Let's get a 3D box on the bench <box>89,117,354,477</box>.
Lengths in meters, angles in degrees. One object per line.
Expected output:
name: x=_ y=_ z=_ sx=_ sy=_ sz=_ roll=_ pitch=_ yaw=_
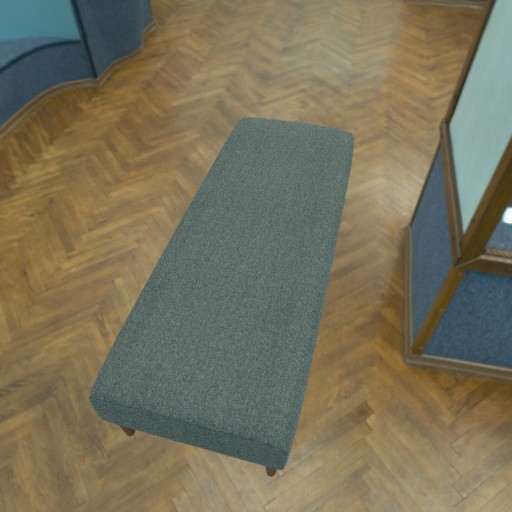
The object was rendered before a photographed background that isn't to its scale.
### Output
bench: x=0.000 y=0.000 z=1.857 sx=0.631 sy=0.384 sz=1.598 roll=11 pitch=48 yaw=10
